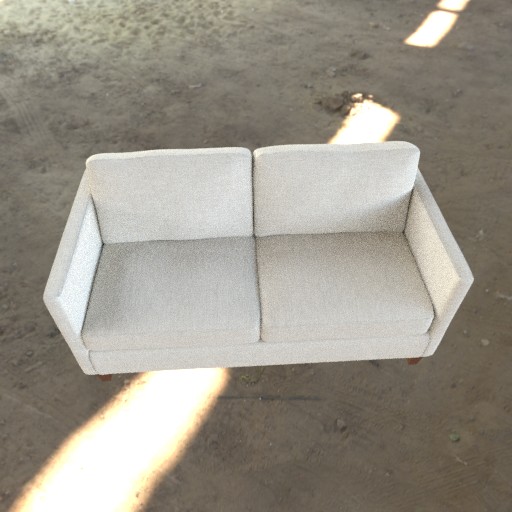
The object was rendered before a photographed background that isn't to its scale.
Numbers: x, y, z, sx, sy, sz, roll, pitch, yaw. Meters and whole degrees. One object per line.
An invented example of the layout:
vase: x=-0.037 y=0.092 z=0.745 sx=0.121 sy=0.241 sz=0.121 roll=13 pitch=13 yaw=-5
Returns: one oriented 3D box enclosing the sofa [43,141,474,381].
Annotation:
sofa: x=0.000 y=0.000 z=2.358 sx=1.838 sy=0.963 sz=0.950 roll=-3 pitch=47 yaw=-2
